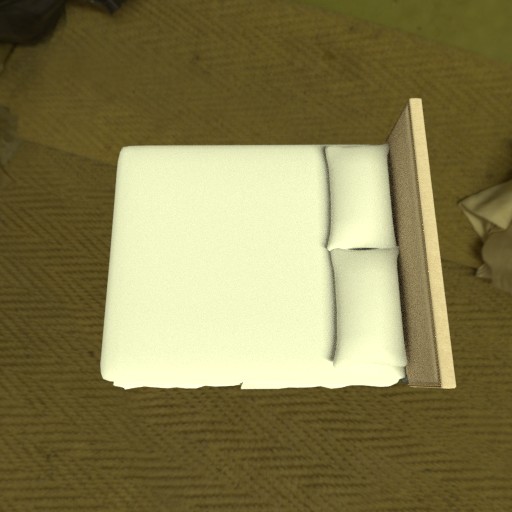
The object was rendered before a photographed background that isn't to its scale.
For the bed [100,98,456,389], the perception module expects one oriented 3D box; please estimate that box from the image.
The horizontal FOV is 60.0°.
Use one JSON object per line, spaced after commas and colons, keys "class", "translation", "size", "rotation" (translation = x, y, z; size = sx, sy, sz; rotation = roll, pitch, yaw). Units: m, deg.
{"class": "bed", "translation": [0.000, 0.000, 2.779], "size": [1.876, 1.016, 1.616], "rotation": [0, 74, 0]}
